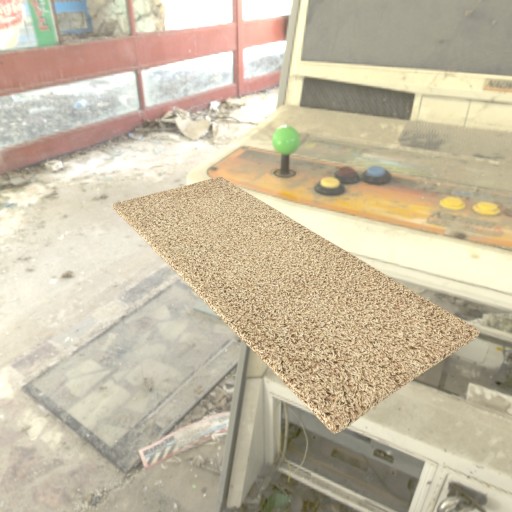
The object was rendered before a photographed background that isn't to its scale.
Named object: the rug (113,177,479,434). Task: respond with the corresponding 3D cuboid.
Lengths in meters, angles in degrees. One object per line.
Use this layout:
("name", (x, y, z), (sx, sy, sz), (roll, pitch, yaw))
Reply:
("rug", (0.000, 0.000, 1.732), (0.609, 0.030, 1.524), (-20, 37, -29))
